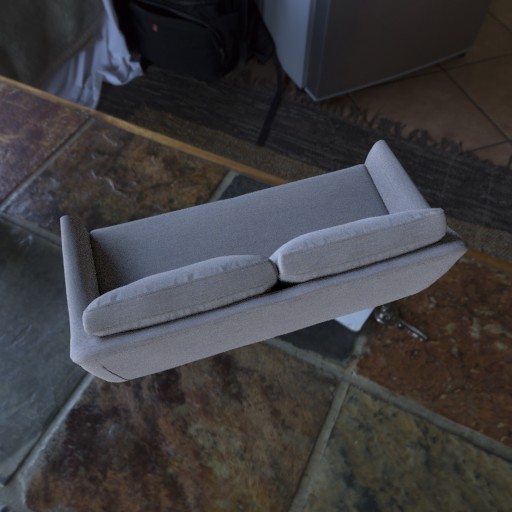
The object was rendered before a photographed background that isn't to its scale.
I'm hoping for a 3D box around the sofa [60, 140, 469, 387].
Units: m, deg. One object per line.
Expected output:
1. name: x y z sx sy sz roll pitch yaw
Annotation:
1. sofa: 0.000 0.000 2.546 2.036 0.913 0.980 -15 60 -9
